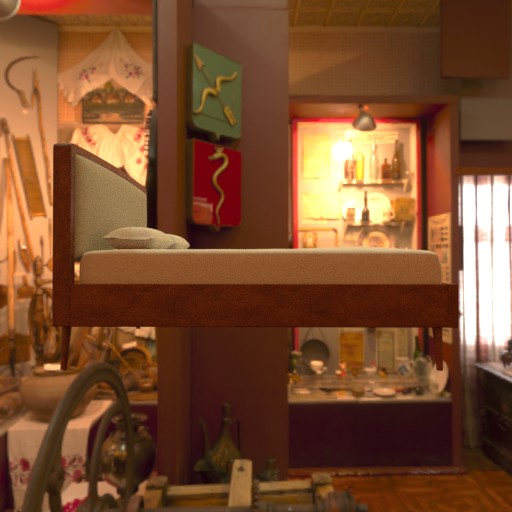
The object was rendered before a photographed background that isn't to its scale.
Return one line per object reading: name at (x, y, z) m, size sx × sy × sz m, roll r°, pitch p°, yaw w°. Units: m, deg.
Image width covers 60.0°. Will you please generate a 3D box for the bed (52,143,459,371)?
bed at (0.000, 0.000, 3.191) m, size 2.196 × 1.275 × 1.587 m, roll 0°, pitch -1°, yaw 1°
